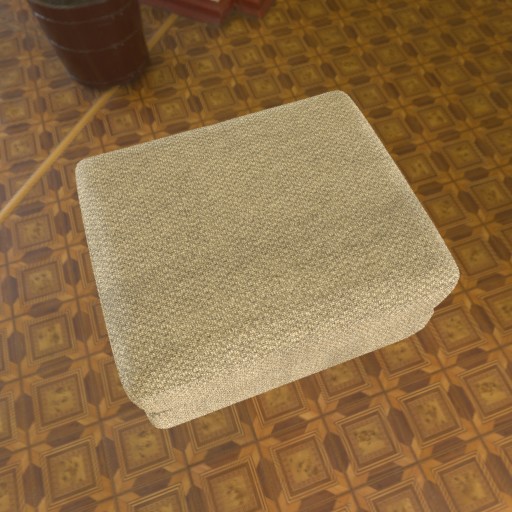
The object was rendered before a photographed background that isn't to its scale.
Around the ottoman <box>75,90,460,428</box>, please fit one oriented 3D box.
[{"bbox_3d":[0.000,0.000,1.137,0.751,0.476,0.603,-18,64,-9],"label":"ottoman"}]
